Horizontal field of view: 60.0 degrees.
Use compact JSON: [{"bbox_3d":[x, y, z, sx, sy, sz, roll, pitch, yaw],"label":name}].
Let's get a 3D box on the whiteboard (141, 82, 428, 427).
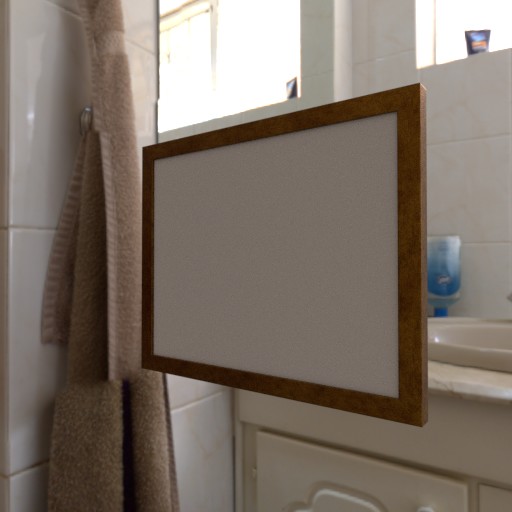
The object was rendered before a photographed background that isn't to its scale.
[{"bbox_3d":[0.000,0.000,0.763,0.561,0.457,0.029,-1,-1,36],"label":"whiteboard"}]
